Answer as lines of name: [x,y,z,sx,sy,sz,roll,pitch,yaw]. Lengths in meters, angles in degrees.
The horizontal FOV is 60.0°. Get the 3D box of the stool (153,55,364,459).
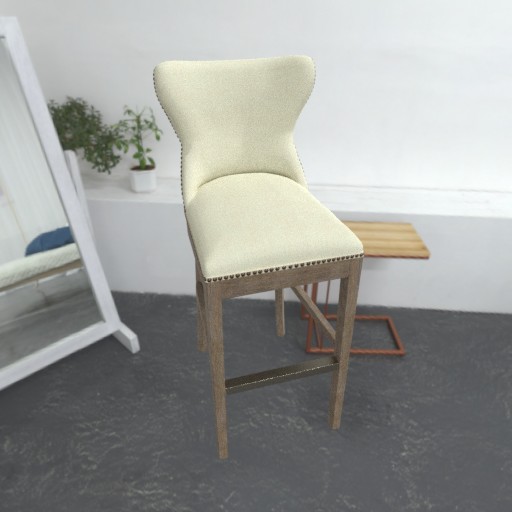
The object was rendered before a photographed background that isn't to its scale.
stool: [0.000,0.000,1.433,0.494,1.123,0.606,-9,33,-14]
